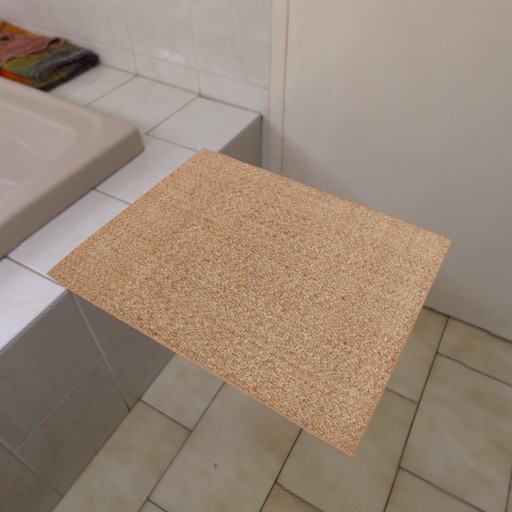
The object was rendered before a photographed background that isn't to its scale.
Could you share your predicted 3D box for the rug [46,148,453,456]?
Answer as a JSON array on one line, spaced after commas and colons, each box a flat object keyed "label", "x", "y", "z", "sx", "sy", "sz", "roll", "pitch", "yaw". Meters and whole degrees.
[{"label": "rug", "x": 0.000, "y": 0.000, "z": 4.186, "sx": 3.048, "sy": 0.013, "sz": 2.439, "roll": 25, "pitch": 51, "yaw": 21}]
